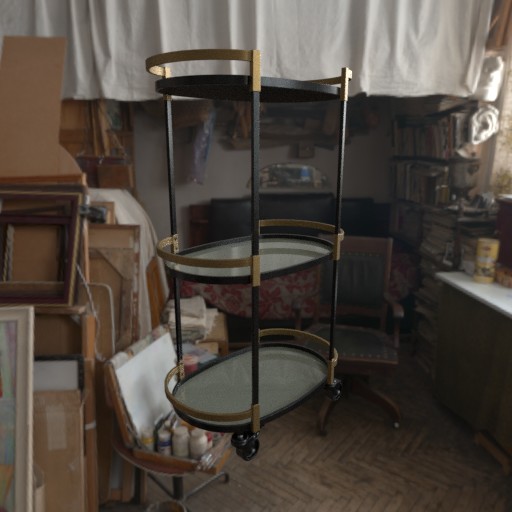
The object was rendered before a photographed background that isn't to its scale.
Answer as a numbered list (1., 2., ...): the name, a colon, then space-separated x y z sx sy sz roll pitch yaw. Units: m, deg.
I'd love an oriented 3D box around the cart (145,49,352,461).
1. cart: 0.000 0.000 1.120 0.311 0.885 0.515 14 20 43
